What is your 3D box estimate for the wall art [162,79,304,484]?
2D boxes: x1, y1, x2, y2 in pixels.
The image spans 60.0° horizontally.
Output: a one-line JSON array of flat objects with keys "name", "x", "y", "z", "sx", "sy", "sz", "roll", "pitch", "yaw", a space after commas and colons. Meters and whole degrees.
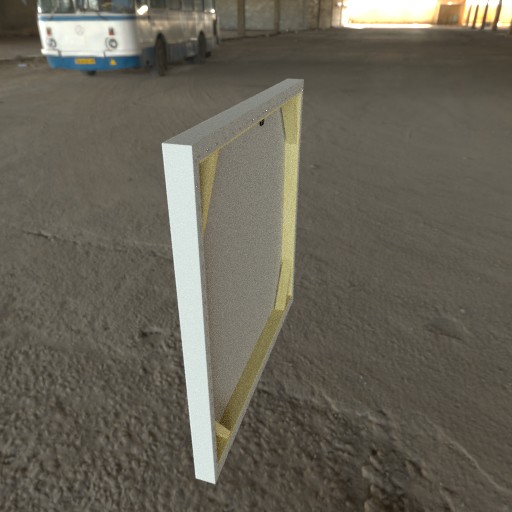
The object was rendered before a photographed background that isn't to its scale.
[{"name": "wall art", "x": 0.000, "y": 0.000, "z": 0.910, "sx": 0.038, "sy": 0.610, "sz": 0.610, "roll": 9, "pitch": 30, "yaw": 15}]
